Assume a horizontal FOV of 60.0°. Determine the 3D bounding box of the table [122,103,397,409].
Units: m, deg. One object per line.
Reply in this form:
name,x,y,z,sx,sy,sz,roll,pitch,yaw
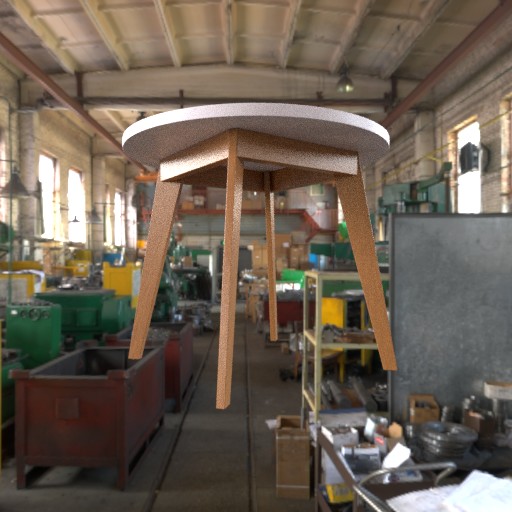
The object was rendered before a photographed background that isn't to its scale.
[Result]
table,0.000,0.000,1.553,0.896,0.762,0.896,0,0,0
